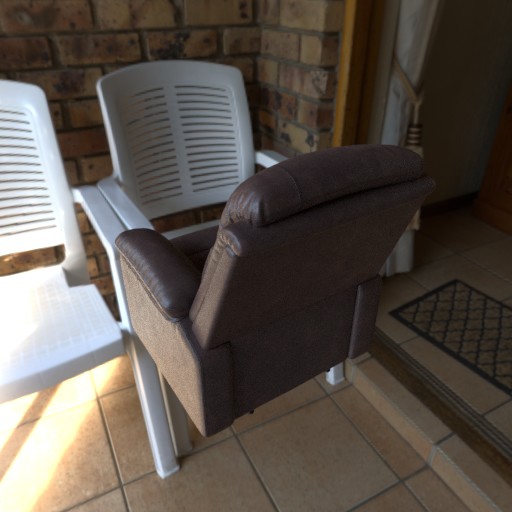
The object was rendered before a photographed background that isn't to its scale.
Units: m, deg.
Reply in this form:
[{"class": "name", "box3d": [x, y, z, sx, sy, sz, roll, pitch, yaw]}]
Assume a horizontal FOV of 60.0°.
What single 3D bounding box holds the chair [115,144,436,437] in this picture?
[{"class": "chair", "box3d": [0.000, 0.000, 1.653, 0.855, 0.992, 0.919, -19, 36, -28]}]
